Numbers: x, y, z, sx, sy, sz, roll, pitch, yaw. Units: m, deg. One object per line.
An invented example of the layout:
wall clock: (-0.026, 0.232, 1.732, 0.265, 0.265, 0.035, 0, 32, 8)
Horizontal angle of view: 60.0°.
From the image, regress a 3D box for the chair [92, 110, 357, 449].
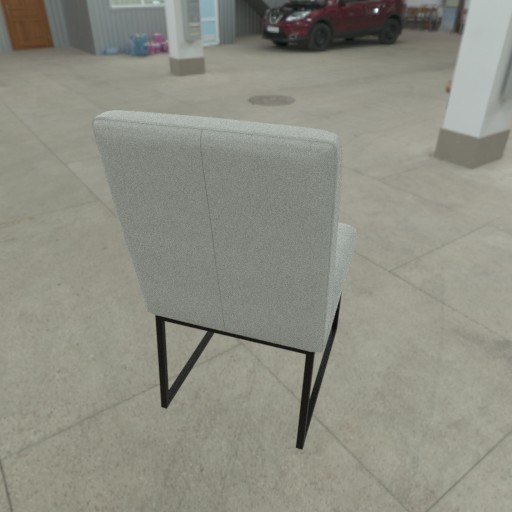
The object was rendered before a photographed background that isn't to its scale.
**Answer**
chair: (0.000, 0.000, 1.309, 0.520, 0.930, 0.634, 10, 33, 16)
